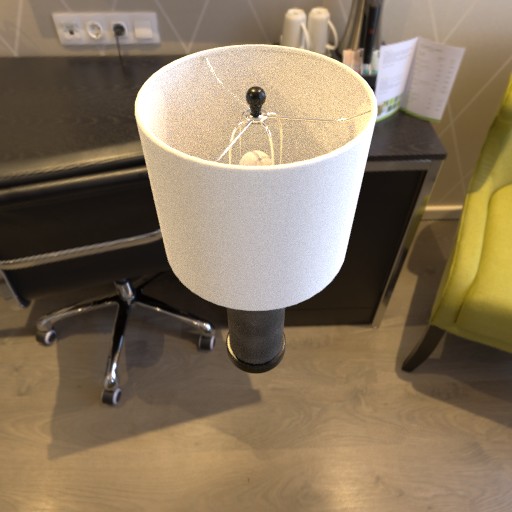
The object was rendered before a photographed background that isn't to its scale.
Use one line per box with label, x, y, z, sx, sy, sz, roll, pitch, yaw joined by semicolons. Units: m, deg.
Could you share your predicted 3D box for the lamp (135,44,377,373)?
lamp;0.000;0.000;0.792;0.305;0.634;0.305;-25;53;-21
